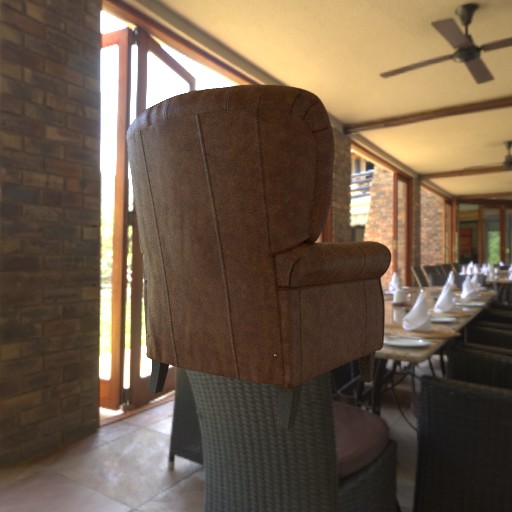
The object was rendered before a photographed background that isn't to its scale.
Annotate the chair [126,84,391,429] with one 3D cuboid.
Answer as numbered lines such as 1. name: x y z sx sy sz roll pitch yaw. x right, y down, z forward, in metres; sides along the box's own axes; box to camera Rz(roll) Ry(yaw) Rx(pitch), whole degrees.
1. chair: 0.000 0.000 1.934 0.951 1.164 1.059 0 -1 37
